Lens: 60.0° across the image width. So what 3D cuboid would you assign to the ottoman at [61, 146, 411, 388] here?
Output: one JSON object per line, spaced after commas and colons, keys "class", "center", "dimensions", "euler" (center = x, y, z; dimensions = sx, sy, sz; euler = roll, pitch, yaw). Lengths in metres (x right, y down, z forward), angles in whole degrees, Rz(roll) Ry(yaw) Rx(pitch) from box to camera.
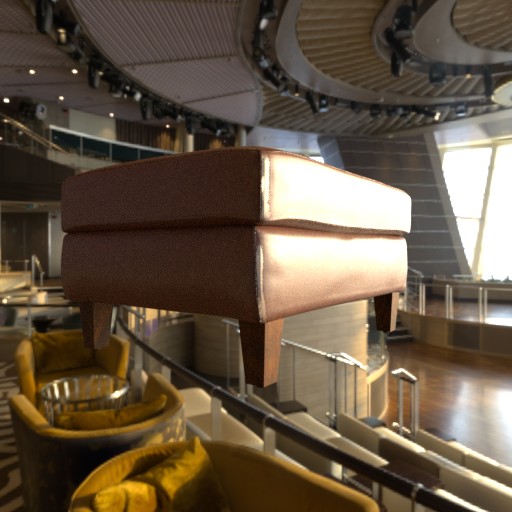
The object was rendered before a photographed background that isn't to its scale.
{"class": "ottoman", "center": [0.000, 0.000, 1.264], "dimensions": [0.650, 0.485, 0.851], "euler": [1, 1, 36]}
